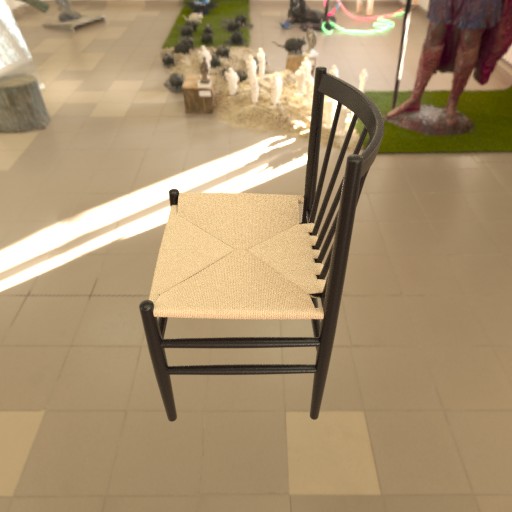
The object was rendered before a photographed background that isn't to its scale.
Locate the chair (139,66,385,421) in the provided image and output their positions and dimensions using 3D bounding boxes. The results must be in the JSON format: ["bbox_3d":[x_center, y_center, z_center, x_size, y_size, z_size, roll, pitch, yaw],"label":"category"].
[{"bbox_3d":[0.000,0.000,1.172,0.516,0.818,0.495,0,40,-1],"label":"chair"}]
